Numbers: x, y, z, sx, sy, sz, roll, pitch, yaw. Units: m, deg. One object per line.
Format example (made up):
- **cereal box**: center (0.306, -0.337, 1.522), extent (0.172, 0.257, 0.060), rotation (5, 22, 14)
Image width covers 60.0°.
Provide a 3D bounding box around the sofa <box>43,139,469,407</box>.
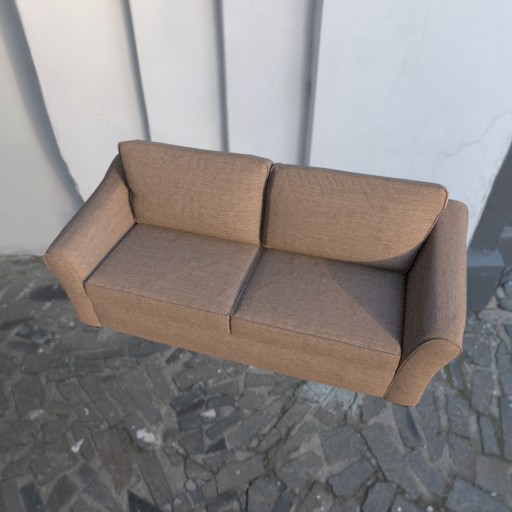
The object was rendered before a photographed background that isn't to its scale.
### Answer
- **sofa**: center (0.000, 0.000, 2.620), extent (2.270, 0.965, 0.980), rotation (11, 41, 13)
